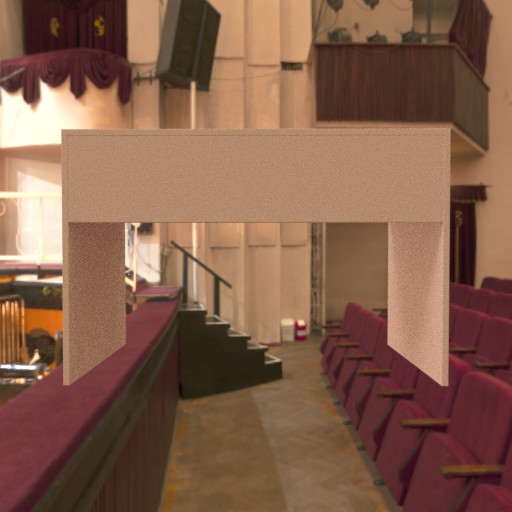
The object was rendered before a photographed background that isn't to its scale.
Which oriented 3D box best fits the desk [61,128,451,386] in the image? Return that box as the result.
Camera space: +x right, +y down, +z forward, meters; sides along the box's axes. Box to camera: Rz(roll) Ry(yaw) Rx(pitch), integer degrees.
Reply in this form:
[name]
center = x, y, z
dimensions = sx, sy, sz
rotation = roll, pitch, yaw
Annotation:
[desk]
center = 0.000, 0.000, 1.538
dimensions = 1.100, 0.730, 0.560
rotation = 0, 1, 0
